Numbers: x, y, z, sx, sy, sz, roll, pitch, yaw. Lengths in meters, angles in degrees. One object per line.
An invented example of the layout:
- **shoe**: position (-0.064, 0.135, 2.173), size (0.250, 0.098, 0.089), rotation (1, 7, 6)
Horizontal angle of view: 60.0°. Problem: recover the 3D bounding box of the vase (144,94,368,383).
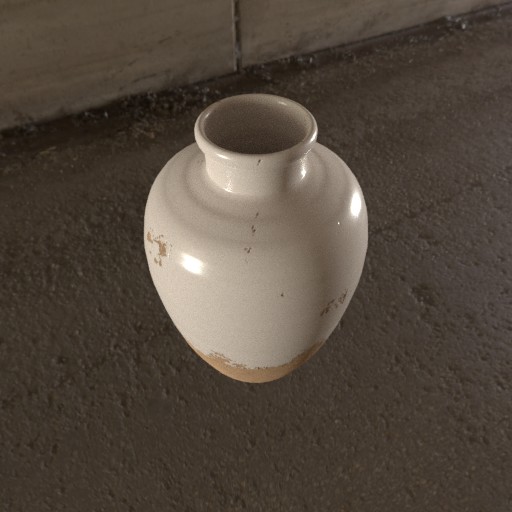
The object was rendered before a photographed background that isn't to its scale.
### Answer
- **vase**: position (0.000, 0.000, 0.339), size (0.158, 0.228, 0.158), rotation (0, 48, 0)
